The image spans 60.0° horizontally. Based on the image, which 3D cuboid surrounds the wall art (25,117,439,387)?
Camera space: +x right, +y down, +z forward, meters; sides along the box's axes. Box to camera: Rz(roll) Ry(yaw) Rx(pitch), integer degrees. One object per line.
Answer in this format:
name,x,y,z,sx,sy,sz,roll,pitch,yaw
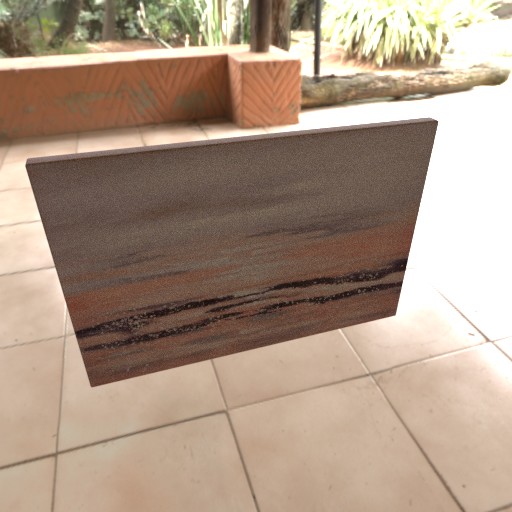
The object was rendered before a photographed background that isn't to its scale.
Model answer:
wall art,0.000,0.000,1.119,0.913,0.609,0.038,-10,34,-15
